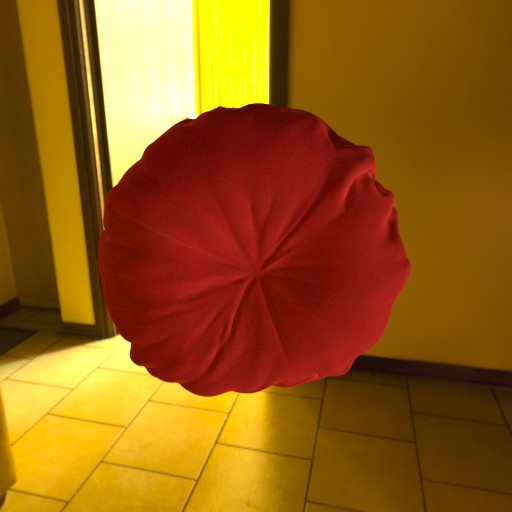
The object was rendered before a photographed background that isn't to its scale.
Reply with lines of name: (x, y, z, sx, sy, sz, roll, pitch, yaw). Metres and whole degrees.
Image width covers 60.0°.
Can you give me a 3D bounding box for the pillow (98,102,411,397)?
pillow: (0.000, 0.000, 0.623, 0.428, 0.407, 0.148, -2, 18, -6)
